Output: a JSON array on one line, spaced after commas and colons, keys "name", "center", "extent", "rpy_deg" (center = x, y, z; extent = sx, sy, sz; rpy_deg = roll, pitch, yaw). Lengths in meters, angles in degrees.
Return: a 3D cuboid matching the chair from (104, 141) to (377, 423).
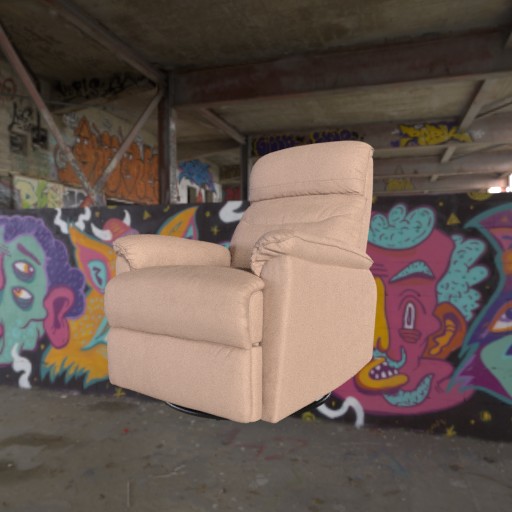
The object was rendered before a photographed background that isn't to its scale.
[{"name": "chair", "center": [0.000, 0.000, 1.756], "extent": [0.820, 1.037, 1.004], "rpy_deg": [0, 0, 37]}]
